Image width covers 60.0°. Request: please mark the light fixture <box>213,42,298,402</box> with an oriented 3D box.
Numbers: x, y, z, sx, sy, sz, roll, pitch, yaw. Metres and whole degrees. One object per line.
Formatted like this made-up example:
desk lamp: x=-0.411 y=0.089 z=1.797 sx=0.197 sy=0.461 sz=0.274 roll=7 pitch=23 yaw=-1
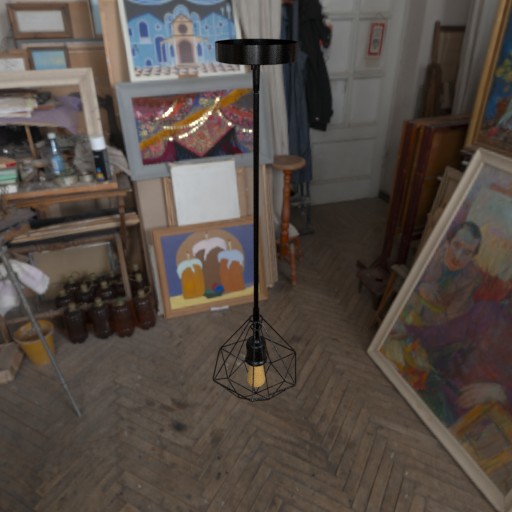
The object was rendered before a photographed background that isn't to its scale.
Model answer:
light fixture: x=0.000 y=0.000 z=2.021 sx=0.487 sy=1.764 sz=0.431 roll=19 pitch=35 yaw=29
